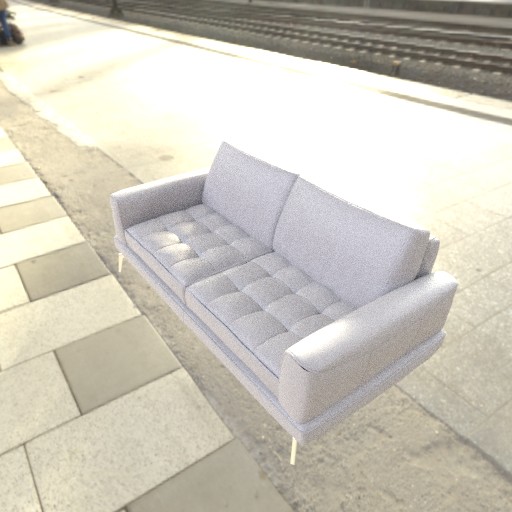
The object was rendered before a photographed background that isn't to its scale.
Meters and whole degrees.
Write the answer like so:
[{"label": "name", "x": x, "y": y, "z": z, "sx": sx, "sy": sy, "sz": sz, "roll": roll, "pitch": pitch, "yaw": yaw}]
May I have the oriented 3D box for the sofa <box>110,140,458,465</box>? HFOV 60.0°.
[{"label": "sofa", "x": 0.000, "y": 0.000, "z": 2.798, "sx": 1.121, "sy": 0.930, "sz": 2.177, "roll": -22, "pitch": 39, "yaw": -30}]
